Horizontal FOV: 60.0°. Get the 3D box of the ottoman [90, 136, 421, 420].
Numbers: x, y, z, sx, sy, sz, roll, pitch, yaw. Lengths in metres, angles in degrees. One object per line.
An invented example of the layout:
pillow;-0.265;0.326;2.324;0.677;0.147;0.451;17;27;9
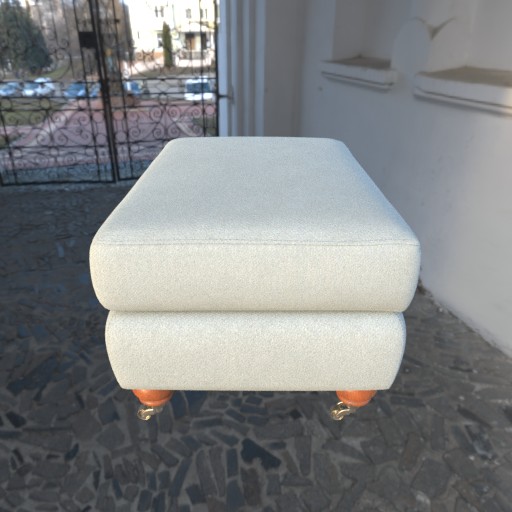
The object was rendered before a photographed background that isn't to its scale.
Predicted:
ottoman;0.000;0.000;1.133;0.569;0.499;0.773;0;27;0
